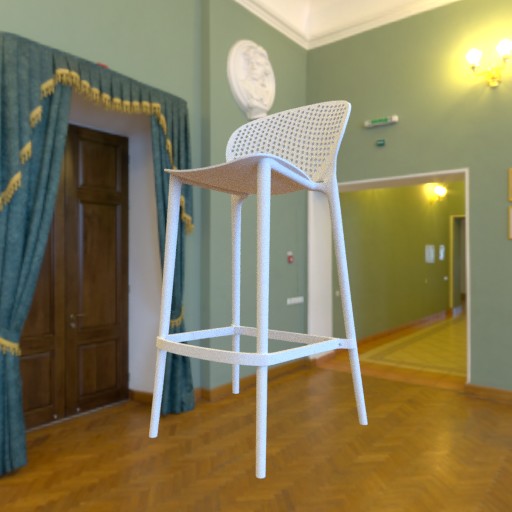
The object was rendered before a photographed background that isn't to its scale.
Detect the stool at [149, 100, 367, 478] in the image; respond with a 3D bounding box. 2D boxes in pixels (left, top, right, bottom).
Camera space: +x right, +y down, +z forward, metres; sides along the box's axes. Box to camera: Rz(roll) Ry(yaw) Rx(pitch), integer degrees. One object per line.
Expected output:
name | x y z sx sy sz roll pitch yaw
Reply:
stool | 0.000 0.000 1.354 0.536 1.045 0.535 0 0 37
